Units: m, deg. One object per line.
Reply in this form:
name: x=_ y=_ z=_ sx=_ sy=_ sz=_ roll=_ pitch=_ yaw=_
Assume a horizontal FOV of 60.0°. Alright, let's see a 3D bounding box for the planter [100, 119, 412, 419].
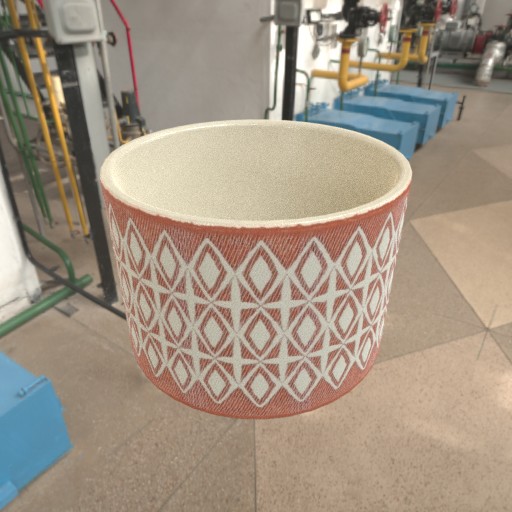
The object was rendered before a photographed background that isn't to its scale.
planter: x=0.000 y=0.000 z=0.321 sx=0.192 sy=0.148 sz=0.192 roll=0 pitch=31 yaw=0
